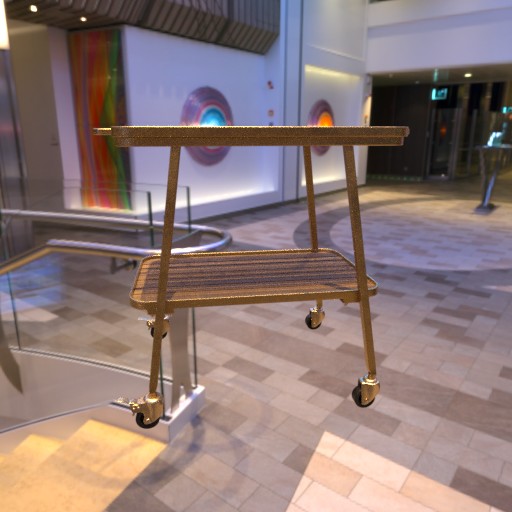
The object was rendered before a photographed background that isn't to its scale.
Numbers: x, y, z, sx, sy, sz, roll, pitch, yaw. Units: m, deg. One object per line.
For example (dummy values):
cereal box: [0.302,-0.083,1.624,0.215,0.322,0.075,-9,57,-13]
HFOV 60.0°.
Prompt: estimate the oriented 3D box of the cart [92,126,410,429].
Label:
cart: [0.000,0.000,1.256,0.806,0.700,0.524,-2,16,-8]
